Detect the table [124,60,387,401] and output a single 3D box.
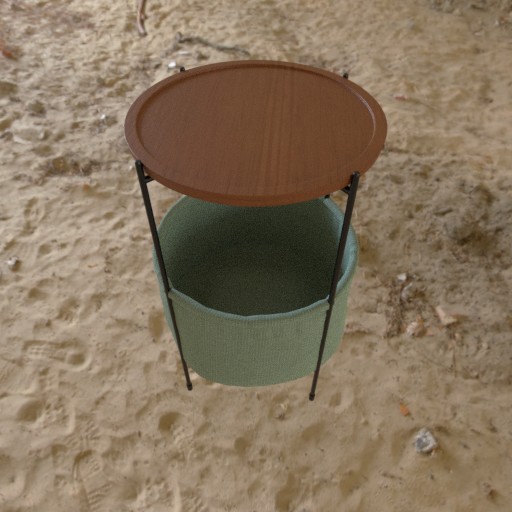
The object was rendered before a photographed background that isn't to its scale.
[{"bbox_3d":[0.000,0.000,0.884,0.400,0.623,0.400,4,47,4],"label":"table"}]
